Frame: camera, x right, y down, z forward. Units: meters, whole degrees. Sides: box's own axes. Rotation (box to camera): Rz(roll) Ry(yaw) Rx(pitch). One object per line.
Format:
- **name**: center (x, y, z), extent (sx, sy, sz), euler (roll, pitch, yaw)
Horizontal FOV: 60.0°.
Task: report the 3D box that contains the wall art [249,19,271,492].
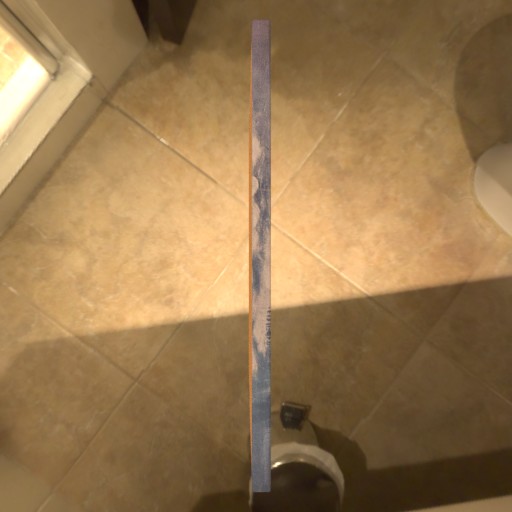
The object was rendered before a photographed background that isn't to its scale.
- **wall art**: center (0.000, 0.000, 1.278), extent (0.035, 0.897, 0.888), euler (0, 90, -1)
